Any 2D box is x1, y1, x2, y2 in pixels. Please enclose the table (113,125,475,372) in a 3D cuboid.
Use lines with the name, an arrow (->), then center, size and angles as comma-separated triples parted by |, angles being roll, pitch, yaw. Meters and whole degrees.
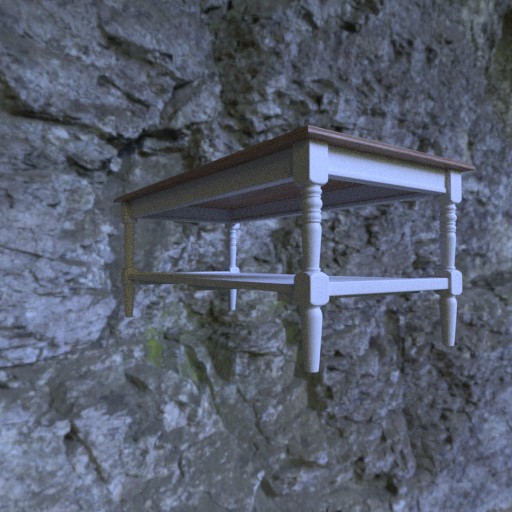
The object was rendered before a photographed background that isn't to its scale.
table -> 0.000, 0.000, 1.405 | 0.559, 0.458, 1.118 | 1, -1, -35
